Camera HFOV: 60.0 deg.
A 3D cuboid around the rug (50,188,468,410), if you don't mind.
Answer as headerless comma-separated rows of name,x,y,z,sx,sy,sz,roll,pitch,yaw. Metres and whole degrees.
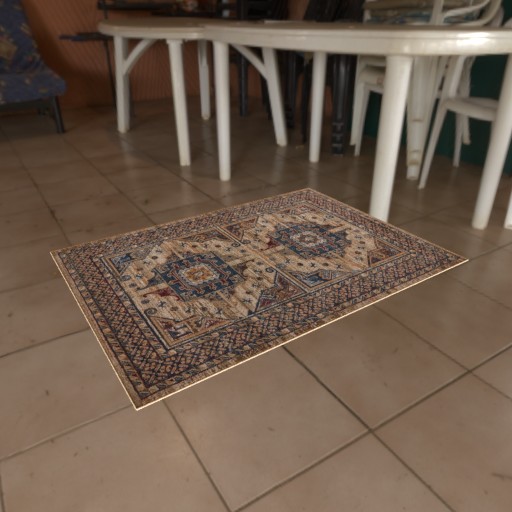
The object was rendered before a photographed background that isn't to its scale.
rug,0.000,0.000,2.908,2.227,0.008,1.611,-18,33,-29
